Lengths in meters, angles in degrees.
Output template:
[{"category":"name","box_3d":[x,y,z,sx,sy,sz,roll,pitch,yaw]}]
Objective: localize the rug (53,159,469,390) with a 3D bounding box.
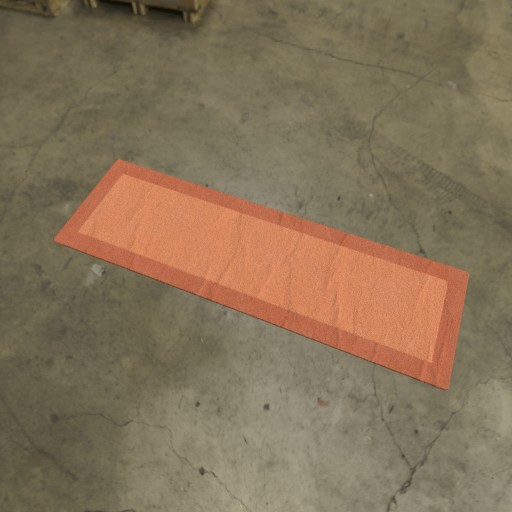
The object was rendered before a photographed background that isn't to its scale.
[{"category":"rug","box_3d":[0.000,0.000,2.689,2.471,0.013,0.914,16,59,10]}]
